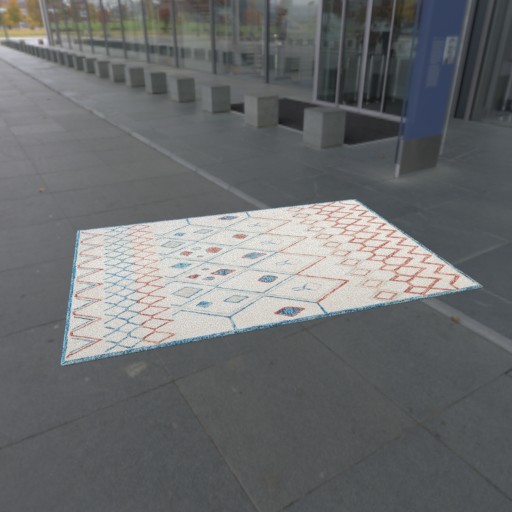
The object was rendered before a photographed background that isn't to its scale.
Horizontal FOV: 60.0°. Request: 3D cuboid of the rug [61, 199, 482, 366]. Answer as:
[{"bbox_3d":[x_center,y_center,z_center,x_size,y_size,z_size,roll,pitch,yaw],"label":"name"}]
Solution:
[{"bbox_3d":[0.000,0.000,2.335,1.829,0.016,1.219,-8,28,-15],"label":"rug"}]
